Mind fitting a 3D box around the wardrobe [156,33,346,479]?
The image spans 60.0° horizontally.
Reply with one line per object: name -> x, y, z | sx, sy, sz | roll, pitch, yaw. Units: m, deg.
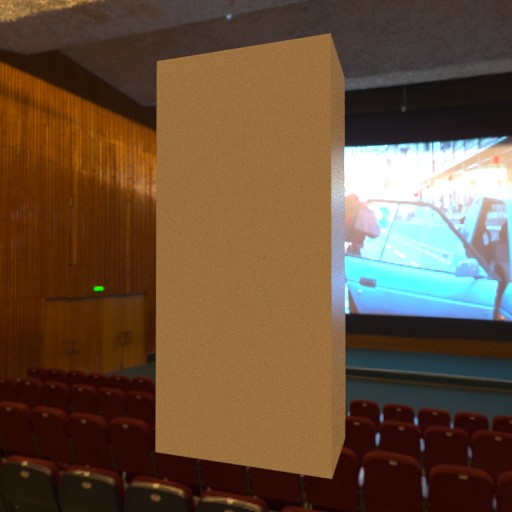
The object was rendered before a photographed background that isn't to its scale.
wardrobe -> 0.000, 0.000, 2.033 | 0.760, 1.700, 0.470 | 0, -1, 18
